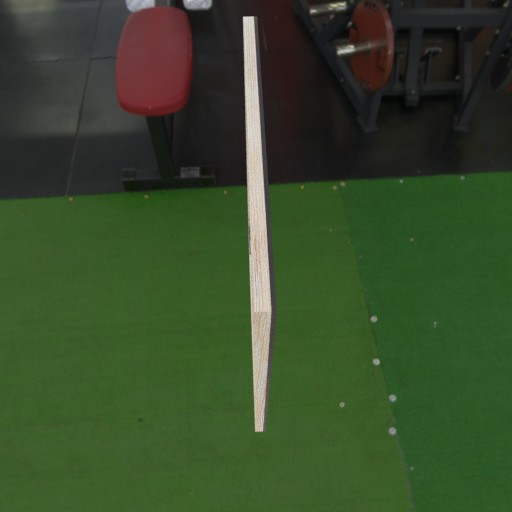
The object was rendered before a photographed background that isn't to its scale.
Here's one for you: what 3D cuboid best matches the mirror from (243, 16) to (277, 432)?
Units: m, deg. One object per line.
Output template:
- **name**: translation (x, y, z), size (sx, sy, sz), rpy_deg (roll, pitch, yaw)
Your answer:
- **mirror**: translation (0.000, 0.000, 1.187), size (0.032, 0.882, 0.730), rpy_deg (-2, 58, -1)
